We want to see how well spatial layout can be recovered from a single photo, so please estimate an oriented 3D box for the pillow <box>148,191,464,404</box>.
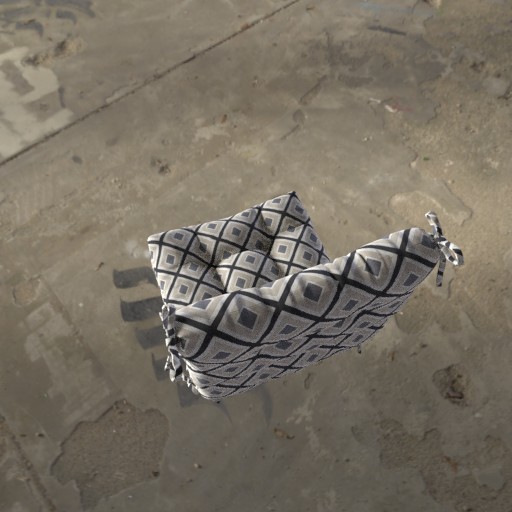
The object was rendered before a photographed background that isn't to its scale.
[{"bbox_3d":[0.000,0.000,1.016,0.519,0.605,0.571,-19,62,-10],"label":"pillow"}]
